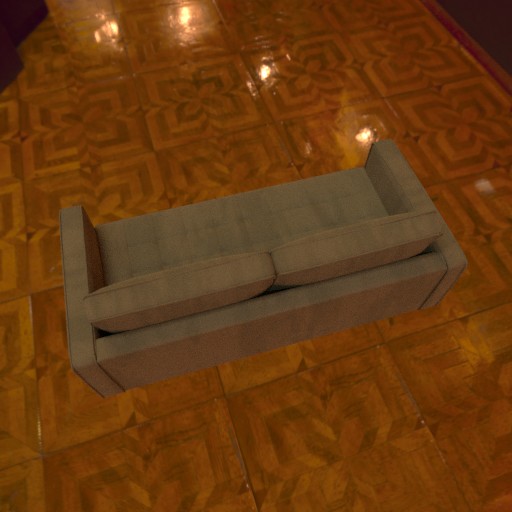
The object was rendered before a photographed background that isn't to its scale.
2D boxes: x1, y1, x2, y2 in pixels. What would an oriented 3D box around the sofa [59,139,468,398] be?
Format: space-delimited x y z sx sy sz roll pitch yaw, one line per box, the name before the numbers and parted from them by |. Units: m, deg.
sofa | 0.000 0.000 2.403 1.920 0.825 0.924 -14 59 -8
